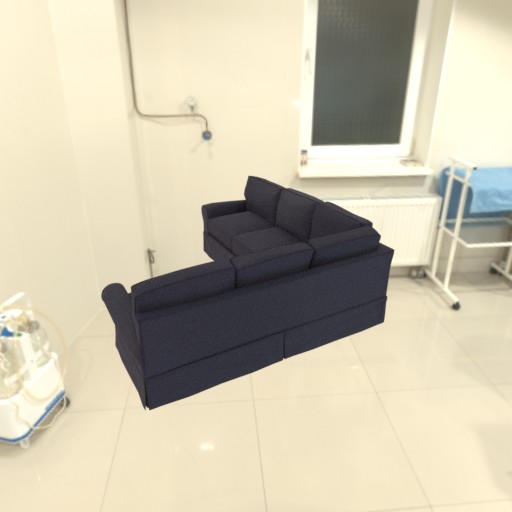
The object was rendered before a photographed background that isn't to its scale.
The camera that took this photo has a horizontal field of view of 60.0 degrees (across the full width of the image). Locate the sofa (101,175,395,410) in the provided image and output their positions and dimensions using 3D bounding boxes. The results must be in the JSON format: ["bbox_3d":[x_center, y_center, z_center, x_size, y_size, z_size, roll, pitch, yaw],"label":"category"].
[{"bbox_3d":[0.000,0.000,5.152,2.874,1.169,3.773,1,25,2],"label":"sofa"}]
